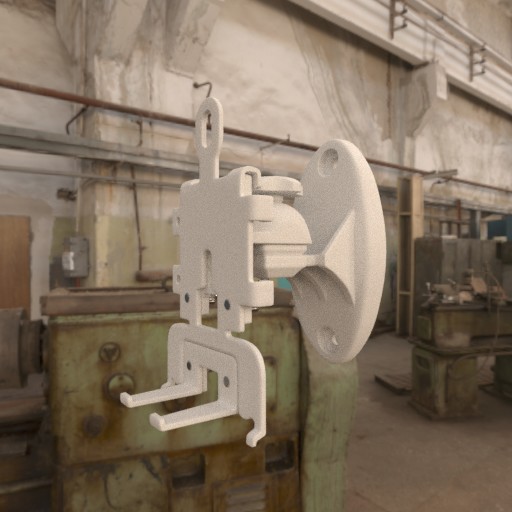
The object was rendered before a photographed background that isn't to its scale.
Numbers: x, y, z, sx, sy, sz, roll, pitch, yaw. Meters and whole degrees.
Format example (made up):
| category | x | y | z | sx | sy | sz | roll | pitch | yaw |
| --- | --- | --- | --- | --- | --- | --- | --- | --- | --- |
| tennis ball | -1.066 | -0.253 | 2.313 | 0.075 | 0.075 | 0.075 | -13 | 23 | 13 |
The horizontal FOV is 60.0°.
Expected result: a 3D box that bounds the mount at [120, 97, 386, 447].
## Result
| category | x | y | z | sx | sy | sz | roll | pitch | yaw |
| --- | --- | --- | --- | --- | --- | --- | --- | --- | --- |
| mount | 0.000 | 0.000 | 0.179 | 0.100 | 0.118 | 0.066 | -1 | 1 | -37 |
